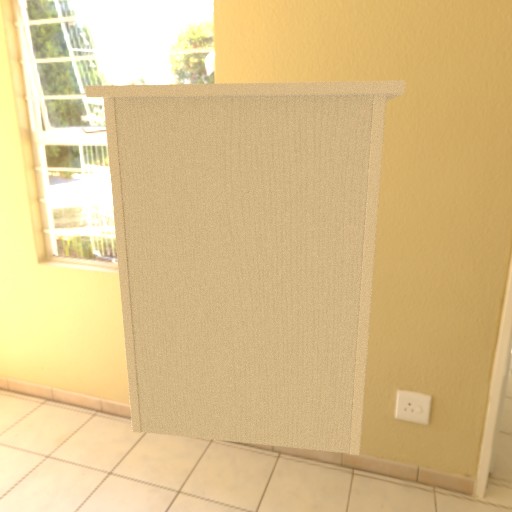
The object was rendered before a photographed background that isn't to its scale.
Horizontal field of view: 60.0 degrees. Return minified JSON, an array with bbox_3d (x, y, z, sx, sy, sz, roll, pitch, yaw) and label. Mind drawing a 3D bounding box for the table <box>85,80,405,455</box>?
[{"bbox_3d":[0.000,0.000,0.921,0.480,0.635,0.381,2,16,8],"label":"table"}]
